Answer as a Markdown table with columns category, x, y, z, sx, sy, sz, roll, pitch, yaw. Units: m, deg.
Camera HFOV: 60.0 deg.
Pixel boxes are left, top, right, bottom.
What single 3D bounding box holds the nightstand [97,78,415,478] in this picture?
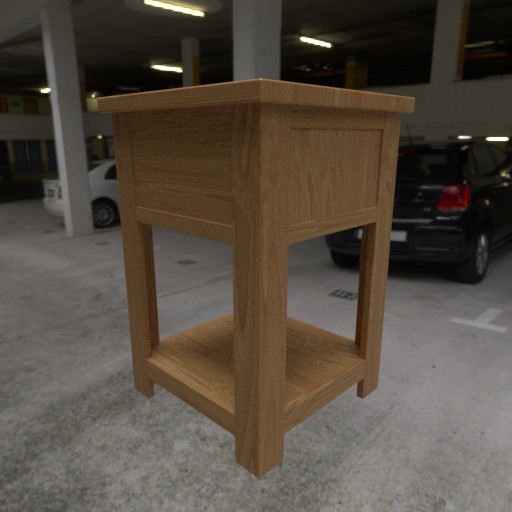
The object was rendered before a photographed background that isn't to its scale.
| category | x | y | z | sx | sy | sz | roll | pitch | yaw |
| --- | --- | --- | --- | --- | --- | --- | --- | --- | --- |
| nightstand | 0.000 | 0.000 | 0.910 | 0.428 | 0.614 | 0.418 | 14 | 21 | 43 |
